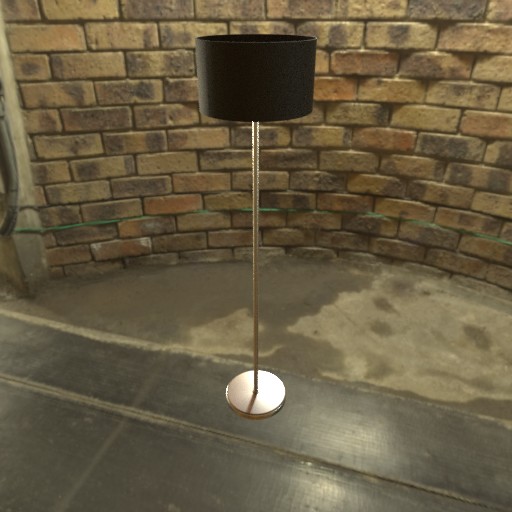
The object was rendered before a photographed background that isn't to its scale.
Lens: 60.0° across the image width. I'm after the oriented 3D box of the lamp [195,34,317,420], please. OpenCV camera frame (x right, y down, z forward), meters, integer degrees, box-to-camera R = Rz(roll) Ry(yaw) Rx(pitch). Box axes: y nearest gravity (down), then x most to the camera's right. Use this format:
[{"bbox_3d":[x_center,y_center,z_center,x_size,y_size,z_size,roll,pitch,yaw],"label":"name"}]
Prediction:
[{"bbox_3d":[0.000,0.000,1.630,0.348,1.443,0.348,-11,32,-18],"label":"lamp"}]
